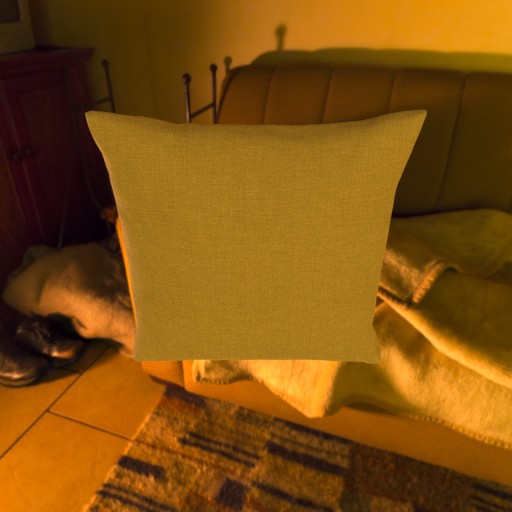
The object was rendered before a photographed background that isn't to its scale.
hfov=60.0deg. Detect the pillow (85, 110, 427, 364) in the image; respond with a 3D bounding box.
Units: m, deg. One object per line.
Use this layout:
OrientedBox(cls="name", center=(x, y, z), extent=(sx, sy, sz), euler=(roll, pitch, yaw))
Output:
OrientedBox(cls="pillow", center=(0.000, 0.000, 0.794), extent=(0.517, 0.508, 0.158), euler=(0, 30, 0))
